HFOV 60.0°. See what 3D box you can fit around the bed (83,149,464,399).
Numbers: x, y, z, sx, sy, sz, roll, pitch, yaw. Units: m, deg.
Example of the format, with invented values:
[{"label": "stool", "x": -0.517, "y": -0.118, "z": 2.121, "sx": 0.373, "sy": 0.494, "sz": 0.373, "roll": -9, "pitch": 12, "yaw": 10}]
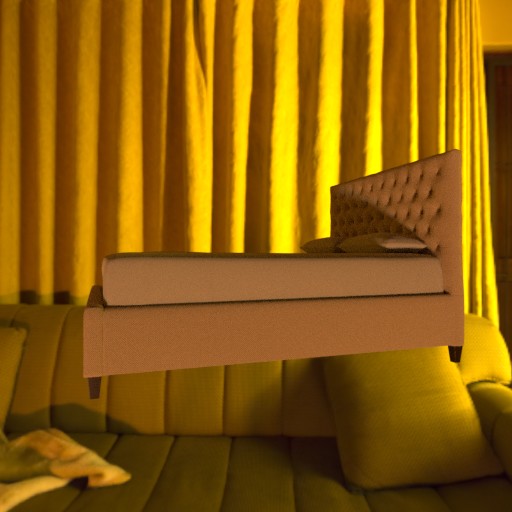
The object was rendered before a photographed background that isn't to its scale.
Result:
[{"label": "bed", "x": 0.000, "y": 0.000, "z": 3.357, "sx": 2.387, "sy": 1.427, "sz": 1.698, "roll": 0, "pitch": 0, "yaw": -19}]
